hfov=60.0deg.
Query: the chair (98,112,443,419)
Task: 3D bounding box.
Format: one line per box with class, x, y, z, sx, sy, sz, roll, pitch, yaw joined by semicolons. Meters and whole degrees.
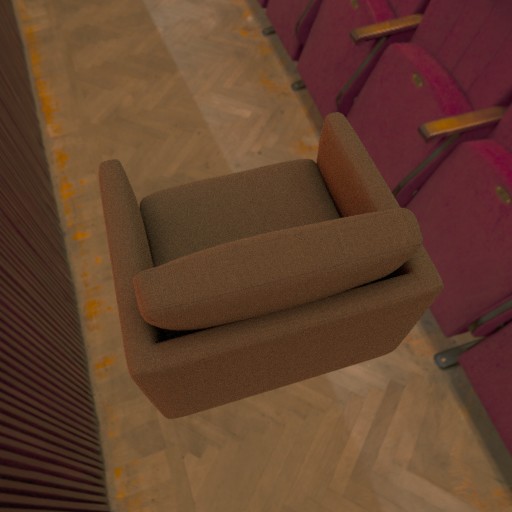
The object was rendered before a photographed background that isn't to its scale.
chair;0.000;0.000;1.882;1.107;0.963;0.959;-14;60;-9
